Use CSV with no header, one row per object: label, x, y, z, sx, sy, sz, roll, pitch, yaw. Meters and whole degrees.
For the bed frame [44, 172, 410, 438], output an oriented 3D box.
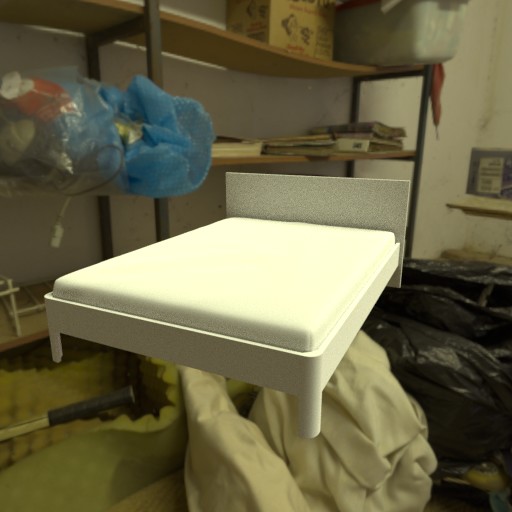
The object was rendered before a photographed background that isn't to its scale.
bed frame,0.000,0.000,2.727,1.490,0.800,1.950,7,17,25
